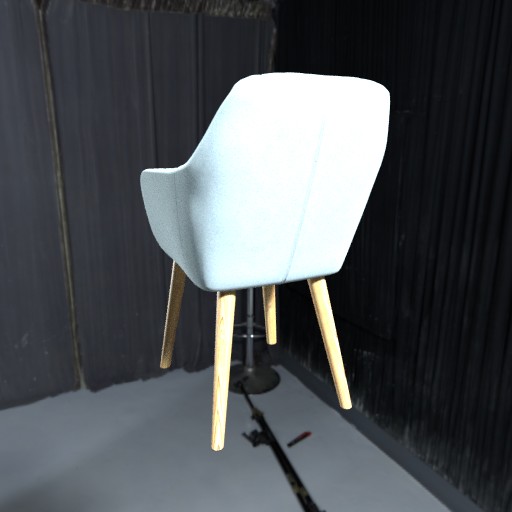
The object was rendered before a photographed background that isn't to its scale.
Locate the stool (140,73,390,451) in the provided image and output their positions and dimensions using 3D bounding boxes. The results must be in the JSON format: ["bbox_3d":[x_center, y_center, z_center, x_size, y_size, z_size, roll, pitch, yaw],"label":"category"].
[{"bbox_3d":[0.000,0.000,1.179,0.503,0.830,0.590,-7,16,-26],"label":"stool"}]
